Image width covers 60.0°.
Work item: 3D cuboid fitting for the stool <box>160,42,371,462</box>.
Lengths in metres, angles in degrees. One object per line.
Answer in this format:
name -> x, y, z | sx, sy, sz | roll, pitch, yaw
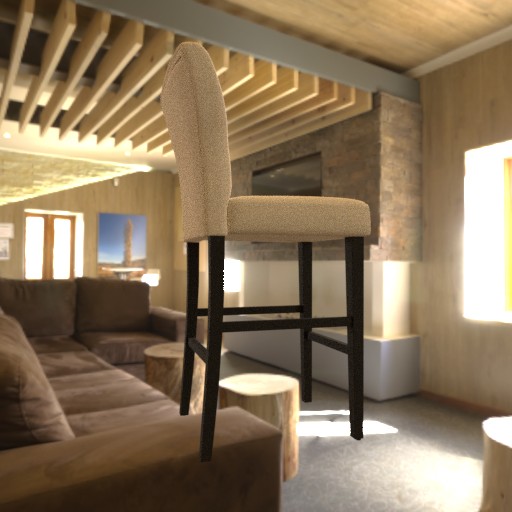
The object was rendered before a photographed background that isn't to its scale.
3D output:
stool -> 0.000, 0.000, 1.465 | 0.603, 1.124, 0.516 | 0, -1, -18
